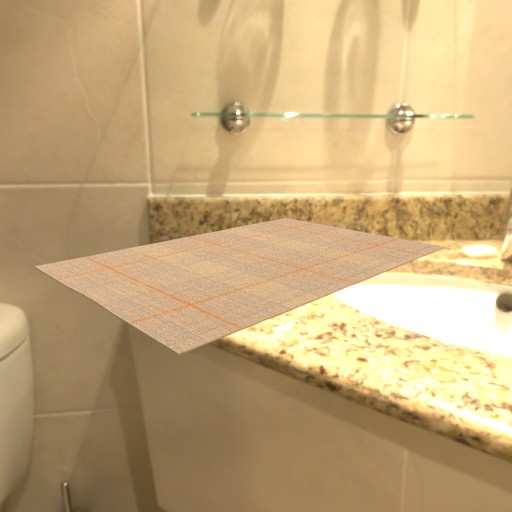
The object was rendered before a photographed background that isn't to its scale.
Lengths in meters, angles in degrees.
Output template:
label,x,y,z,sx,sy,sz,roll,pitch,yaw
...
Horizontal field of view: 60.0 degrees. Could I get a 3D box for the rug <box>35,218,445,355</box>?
label,x,y,z,sx,sy,sz,roll,pitch,yaw
rug,0.000,0.000,2.347,1.825,0.015,1.232,-15,21,-42
